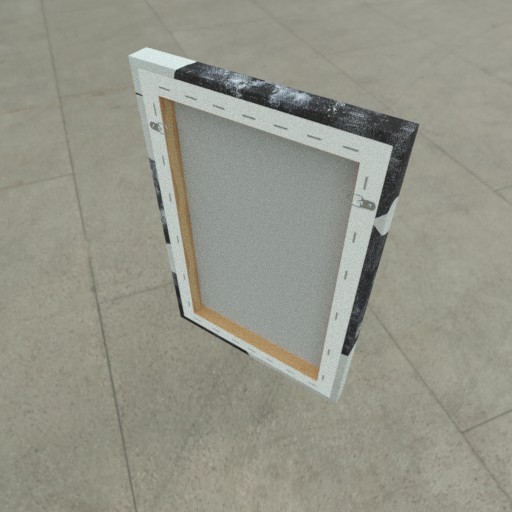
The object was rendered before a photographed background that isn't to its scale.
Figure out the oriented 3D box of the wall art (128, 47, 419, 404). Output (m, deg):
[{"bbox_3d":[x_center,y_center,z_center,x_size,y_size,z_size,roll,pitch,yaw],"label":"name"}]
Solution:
[{"bbox_3d":[0.000,0.000,0.774,0.407,0.610,0.039,25,51,22],"label":"wall art"}]
